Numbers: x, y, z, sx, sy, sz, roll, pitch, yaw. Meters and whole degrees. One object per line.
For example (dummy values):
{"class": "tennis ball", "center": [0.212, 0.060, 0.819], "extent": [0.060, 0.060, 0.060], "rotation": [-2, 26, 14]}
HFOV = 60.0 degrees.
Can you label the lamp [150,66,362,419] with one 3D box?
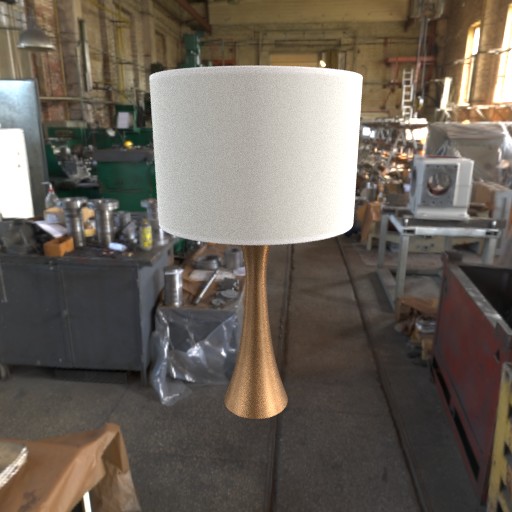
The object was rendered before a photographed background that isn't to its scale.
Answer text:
{"class": "lamp", "center": [0.000, 0.000, 0.641], "extent": [0.268, 0.479, 0.268], "rotation": [-9, 19, -27]}
